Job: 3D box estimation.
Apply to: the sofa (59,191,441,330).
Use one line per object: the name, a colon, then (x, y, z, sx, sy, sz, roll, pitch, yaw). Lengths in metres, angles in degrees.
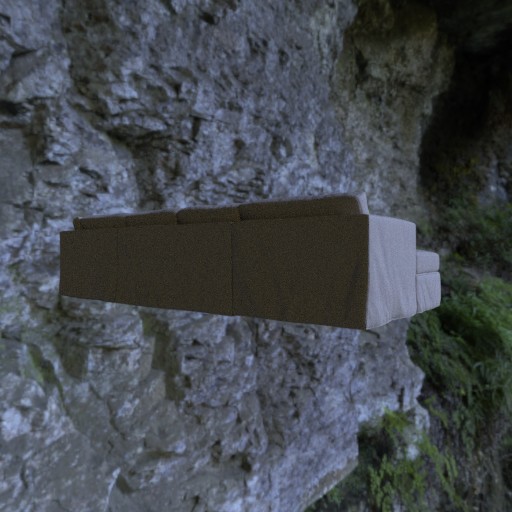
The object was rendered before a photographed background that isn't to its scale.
sofa: (0.000, 0.000, 4.646, 3.528, 0.878, 2.476, 0, 0, 37)
